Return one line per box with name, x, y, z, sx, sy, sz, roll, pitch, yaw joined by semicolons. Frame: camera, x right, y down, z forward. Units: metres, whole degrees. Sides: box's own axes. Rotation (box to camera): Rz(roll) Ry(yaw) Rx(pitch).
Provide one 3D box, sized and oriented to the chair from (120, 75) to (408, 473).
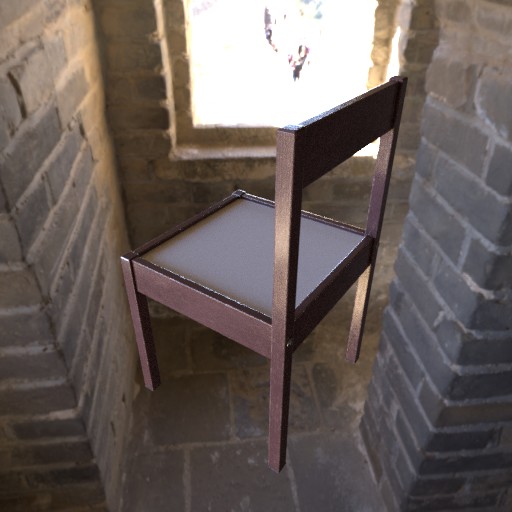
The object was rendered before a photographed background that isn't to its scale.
chair;0.000;0.000;0.678;0.285;0.505;0.285;21;38;29
